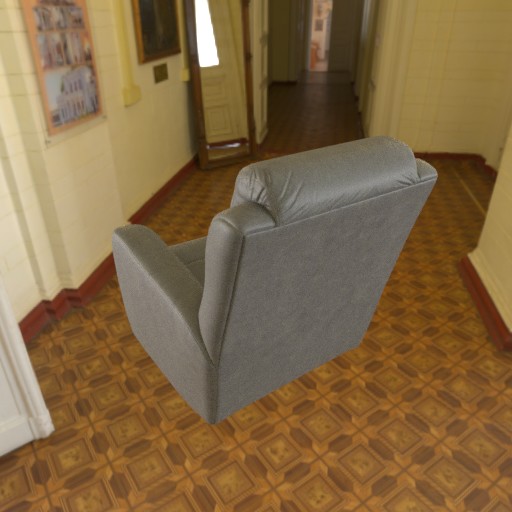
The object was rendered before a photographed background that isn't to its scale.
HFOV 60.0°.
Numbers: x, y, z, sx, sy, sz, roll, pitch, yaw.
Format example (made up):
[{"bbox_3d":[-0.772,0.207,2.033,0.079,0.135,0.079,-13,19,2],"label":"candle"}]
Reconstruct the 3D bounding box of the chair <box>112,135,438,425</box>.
[{"bbox_3d":[0.000,0.000,1.937,0.965,1.116,1.068,-19,34,-31],"label":"chair"}]
